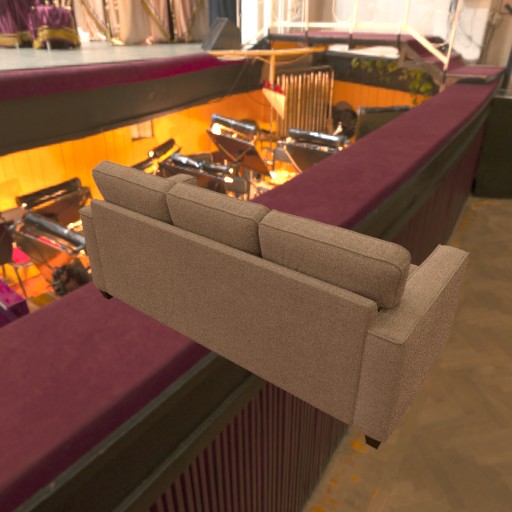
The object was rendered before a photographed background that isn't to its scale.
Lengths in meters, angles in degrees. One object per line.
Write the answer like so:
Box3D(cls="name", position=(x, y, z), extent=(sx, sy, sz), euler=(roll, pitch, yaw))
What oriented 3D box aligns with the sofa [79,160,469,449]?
Box3D(cls="sofa", position=(0.000, 0.000, 2.617), extent=(2.133, 0.965, 0.939), euler=(20, 35, 32))
